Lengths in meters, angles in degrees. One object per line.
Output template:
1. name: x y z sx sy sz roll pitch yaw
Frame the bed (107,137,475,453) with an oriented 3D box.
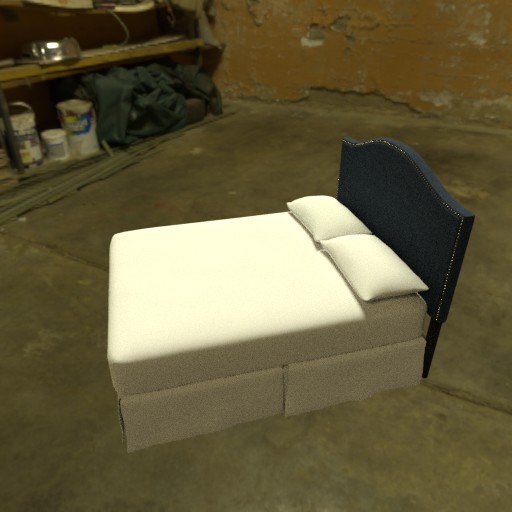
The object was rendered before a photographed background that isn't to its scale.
1. bed: 0.000 0.000 3.226 2.153 1.518 1.713 -8 32 -13
